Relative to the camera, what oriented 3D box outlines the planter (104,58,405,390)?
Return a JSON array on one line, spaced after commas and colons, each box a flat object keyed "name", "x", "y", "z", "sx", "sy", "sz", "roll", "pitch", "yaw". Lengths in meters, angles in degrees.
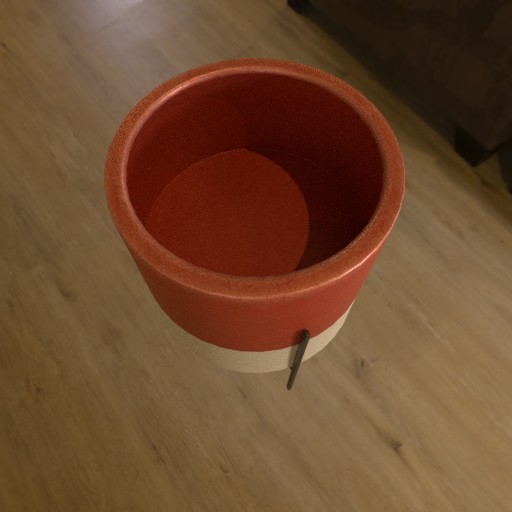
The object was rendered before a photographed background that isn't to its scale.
[{"name": "planter", "x": 0.000, "y": 0.000, "z": 0.709, "sx": 0.345, "sy": 0.465, "sz": 0.354, "roll": -19, "pitch": 64, "yaw": -10}]
